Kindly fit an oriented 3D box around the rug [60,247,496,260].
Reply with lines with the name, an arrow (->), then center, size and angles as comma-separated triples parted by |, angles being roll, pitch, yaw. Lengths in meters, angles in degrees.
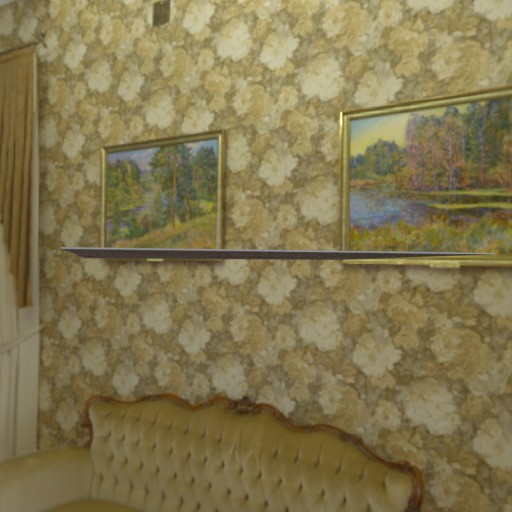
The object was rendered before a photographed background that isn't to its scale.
rug -> 0.000, 0.000, 3.940 | 2.980, 0.012, 2.363 | 1, -2, -18
